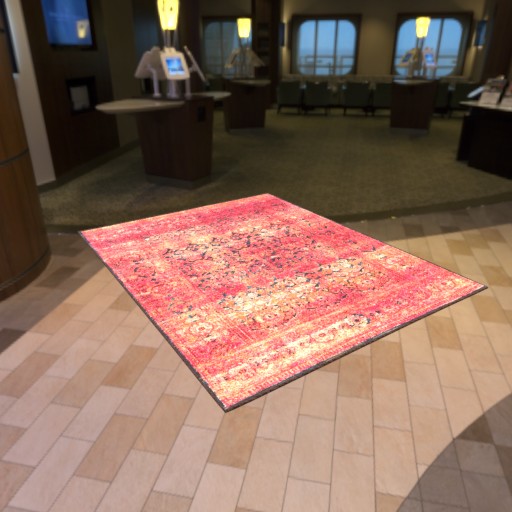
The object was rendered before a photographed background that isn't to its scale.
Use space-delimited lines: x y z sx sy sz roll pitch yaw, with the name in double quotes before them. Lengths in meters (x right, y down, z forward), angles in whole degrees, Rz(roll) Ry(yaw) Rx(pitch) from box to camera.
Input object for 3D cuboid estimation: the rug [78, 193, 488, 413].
"rug" 0.000 0.000 4.043 2.411 0.020 3.032 -16 29 -30
